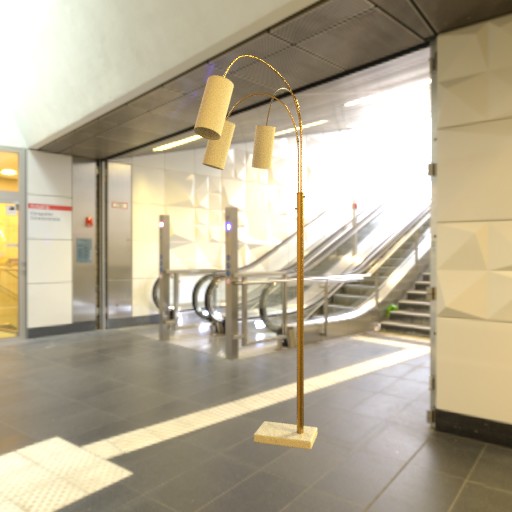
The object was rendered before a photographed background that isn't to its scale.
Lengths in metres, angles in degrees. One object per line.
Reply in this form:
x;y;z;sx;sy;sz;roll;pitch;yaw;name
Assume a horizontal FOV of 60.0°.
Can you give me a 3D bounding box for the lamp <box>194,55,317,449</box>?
0.000;0.000;2.530;0.667;2.055;1.020;0;0;18;lamp
